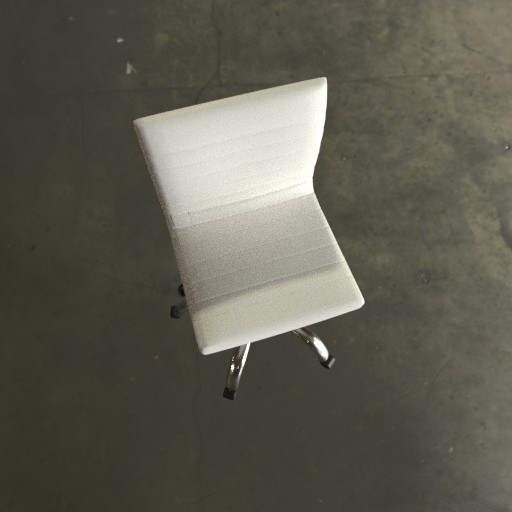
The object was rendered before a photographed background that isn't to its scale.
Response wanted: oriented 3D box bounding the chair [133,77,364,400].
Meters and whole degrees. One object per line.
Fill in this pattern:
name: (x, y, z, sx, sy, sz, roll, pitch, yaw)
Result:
chair: (0.000, 0.000, 1.131, 0.556, 0.780, 0.530, -16, 64, -8)
